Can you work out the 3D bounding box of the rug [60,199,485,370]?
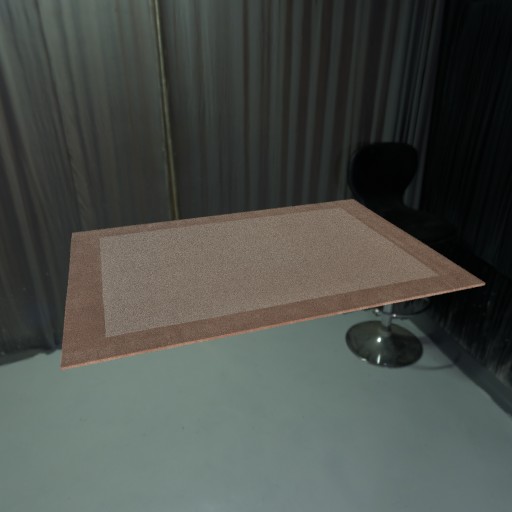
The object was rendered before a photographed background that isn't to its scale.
[{"bbox_3d":[0.000,0.000,2.300,1.829,0.014,1.219,-9,28,-16],"label":"rug"}]
